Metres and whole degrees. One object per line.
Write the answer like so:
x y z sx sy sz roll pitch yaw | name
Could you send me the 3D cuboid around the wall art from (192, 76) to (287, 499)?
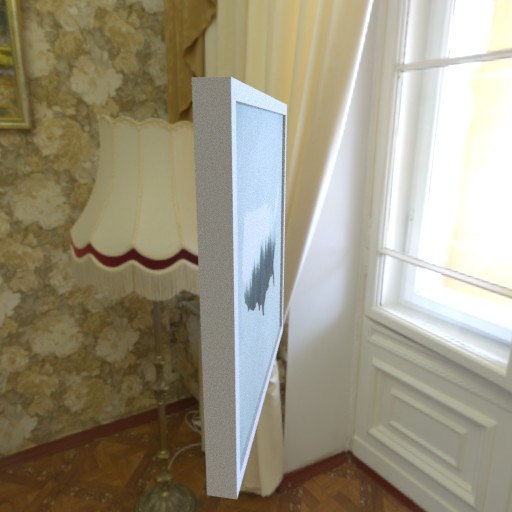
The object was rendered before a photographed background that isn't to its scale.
0.000 0.000 0.447 0.024 0.304 0.304 3 16 10 | wall art
